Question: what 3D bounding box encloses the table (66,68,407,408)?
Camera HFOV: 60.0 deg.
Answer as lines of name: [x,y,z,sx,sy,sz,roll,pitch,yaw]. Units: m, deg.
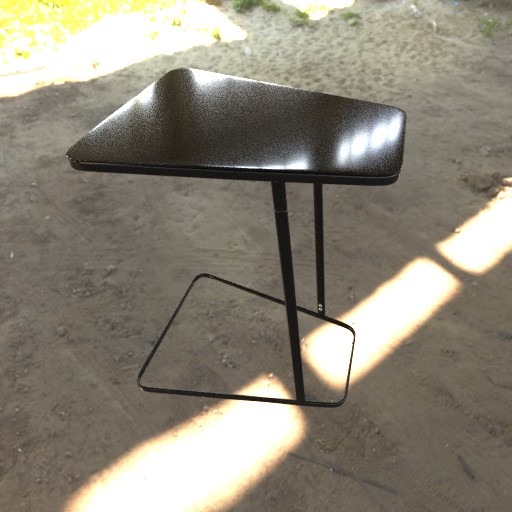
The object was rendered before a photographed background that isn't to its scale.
table: [0.000,0.000,0.969,0.500,0.624,0.427,11,42,12]
